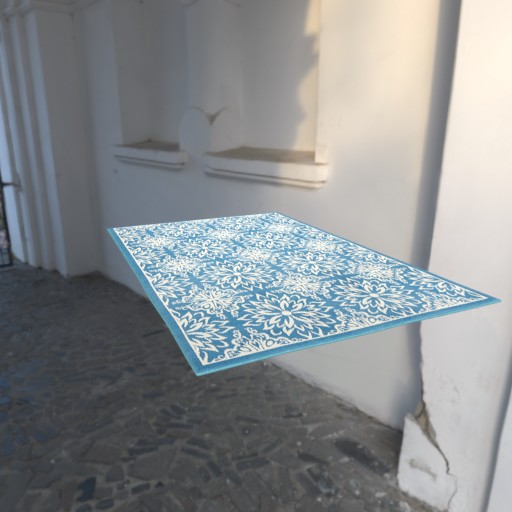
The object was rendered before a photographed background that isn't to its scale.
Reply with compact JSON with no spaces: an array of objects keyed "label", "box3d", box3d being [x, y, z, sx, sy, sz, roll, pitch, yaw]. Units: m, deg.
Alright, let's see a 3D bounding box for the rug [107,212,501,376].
[{"label":"rug","box3d":[0.000,0.000,3.379,1.830,0.018,2.769,-8,19,-24]}]
